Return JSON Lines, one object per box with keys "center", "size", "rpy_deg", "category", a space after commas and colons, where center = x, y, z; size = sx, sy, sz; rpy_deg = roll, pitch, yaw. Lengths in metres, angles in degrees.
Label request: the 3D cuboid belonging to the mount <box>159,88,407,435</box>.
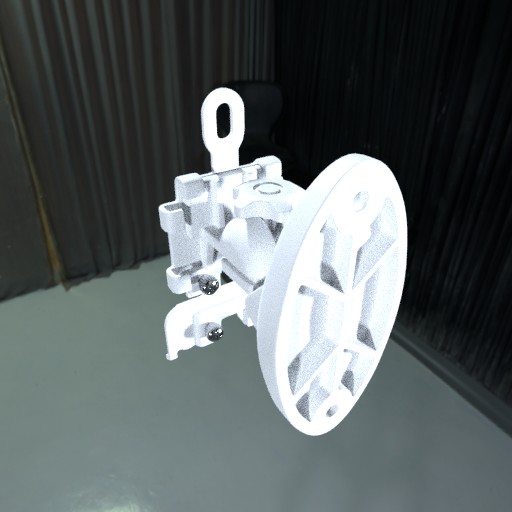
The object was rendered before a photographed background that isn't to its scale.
{"center": [0.000, 0.000, 0.173], "size": [0.066, 0.118, 0.100], "rpy_deg": [-19, 37, -28], "category": "mount"}
